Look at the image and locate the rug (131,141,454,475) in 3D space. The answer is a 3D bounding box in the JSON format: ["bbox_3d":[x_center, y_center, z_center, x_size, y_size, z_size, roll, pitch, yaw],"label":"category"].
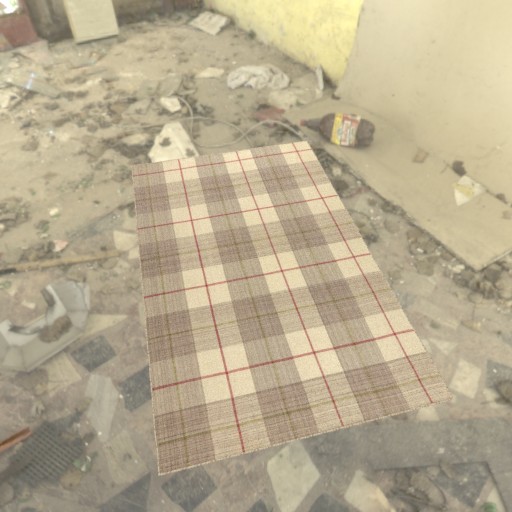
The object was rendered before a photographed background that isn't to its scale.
[{"bbox_3d":[0.000,0.000,2.988,1.549,0.010,2.464,-10,48,-9],"label":"rug"}]
